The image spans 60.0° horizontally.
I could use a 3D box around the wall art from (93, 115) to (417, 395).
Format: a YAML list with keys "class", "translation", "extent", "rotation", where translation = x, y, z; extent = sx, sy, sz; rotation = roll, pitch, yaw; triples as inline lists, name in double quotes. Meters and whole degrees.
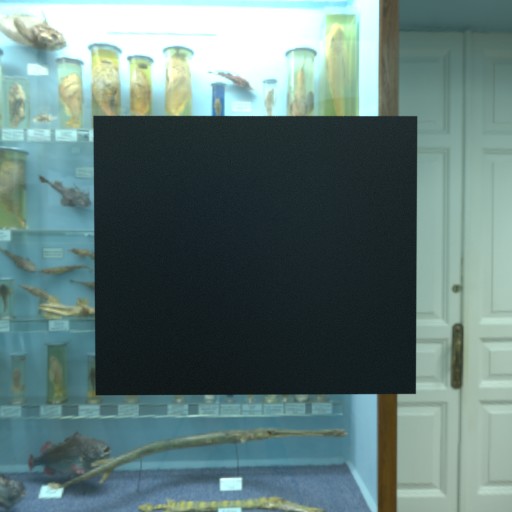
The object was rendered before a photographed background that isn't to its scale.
- class: "wall art"
  translation: [0.000, 0.000, 0.532]
  extent: [0.383, 0.332, 0.012]
  rotation: [0, 1, 0]
